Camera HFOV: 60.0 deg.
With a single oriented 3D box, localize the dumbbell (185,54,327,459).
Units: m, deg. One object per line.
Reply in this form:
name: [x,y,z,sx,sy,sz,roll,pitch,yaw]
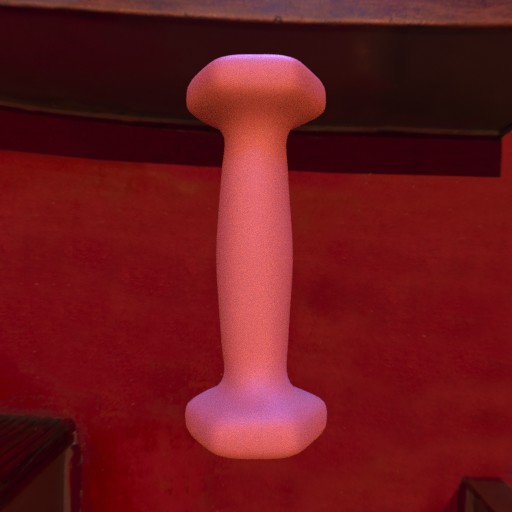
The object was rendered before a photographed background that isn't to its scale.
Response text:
dumbbell: [0.000,0.000,0.148,0.047,0.043,0.123,0,89,0]
